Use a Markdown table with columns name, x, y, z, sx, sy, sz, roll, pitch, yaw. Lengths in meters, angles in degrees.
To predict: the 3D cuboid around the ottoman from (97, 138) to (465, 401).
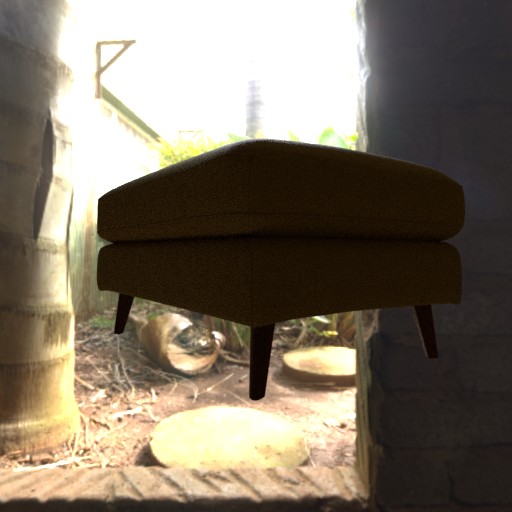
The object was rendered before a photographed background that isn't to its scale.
| name | x | y | z | sx | sy | sz | roll | pitch | yaw |
| --- | --- | --- | --- | --- | --- | --- | --- | --- | --- |
| ottoman | 0.000 | 0.000 | 1.126 | 0.608 | 0.449 | 0.811 | 0 | 1 | -35 |
